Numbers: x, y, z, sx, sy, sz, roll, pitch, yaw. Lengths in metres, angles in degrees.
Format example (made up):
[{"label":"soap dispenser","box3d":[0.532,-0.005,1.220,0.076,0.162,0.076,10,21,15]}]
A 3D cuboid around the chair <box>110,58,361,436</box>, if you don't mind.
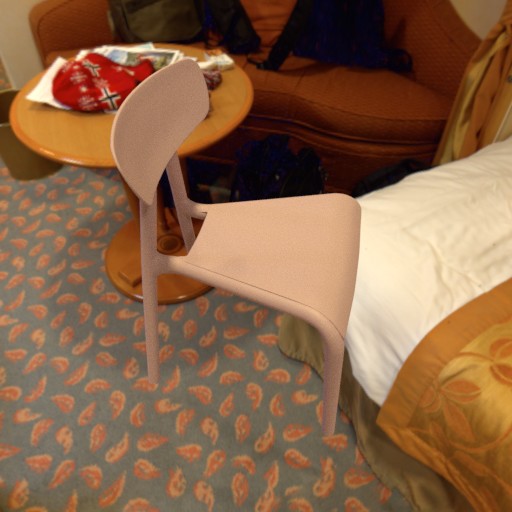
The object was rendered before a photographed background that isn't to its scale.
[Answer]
[{"label":"chair","box3d":[0.000,0.000,0.805,0.401,0.580,0.356,10,49,9]}]
